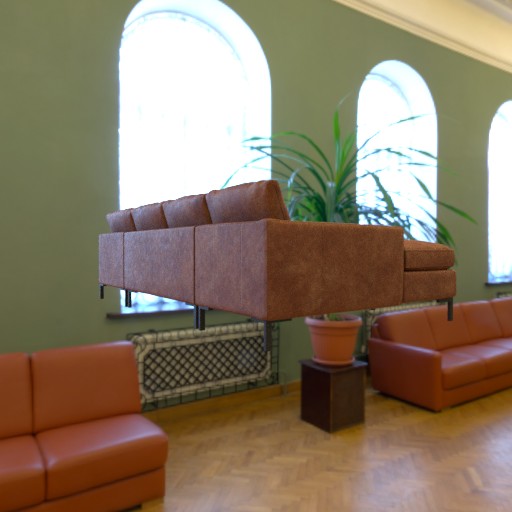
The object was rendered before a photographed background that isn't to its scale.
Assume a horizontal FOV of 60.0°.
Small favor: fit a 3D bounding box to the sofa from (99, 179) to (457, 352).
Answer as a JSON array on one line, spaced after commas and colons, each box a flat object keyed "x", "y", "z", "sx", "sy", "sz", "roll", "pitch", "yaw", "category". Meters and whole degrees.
[{"x": 0.000, "y": 0.000, "z": 3.917, "sx": 1.939, "sy": 0.900, "sz": 2.956, "roll": -1, "pitch": 1, "yaw": -35, "category": "sofa"}]
